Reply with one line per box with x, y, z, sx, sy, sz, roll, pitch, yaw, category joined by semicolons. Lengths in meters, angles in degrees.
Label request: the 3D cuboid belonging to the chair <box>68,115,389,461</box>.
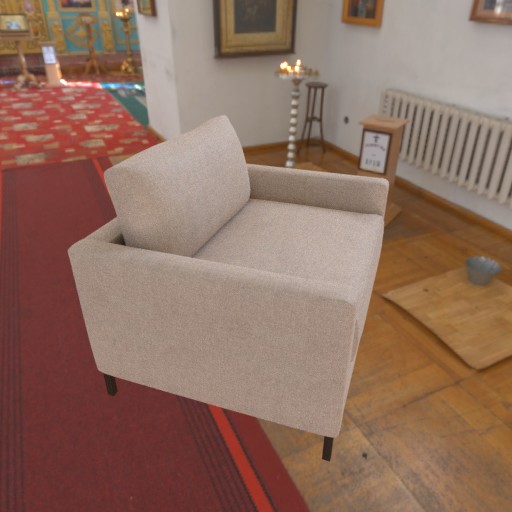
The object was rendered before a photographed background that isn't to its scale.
0.000;0.000;1.650;0.866;0.861;0.963;10;31;17;chair
